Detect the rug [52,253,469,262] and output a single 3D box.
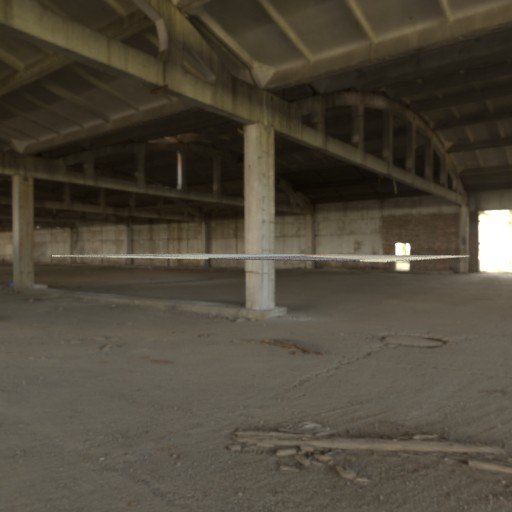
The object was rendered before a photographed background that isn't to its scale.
[{"bbox_3d":[0.000,0.000,2.322,1.828,0.005,1.220,1,1,36],"label":"rug"}]
